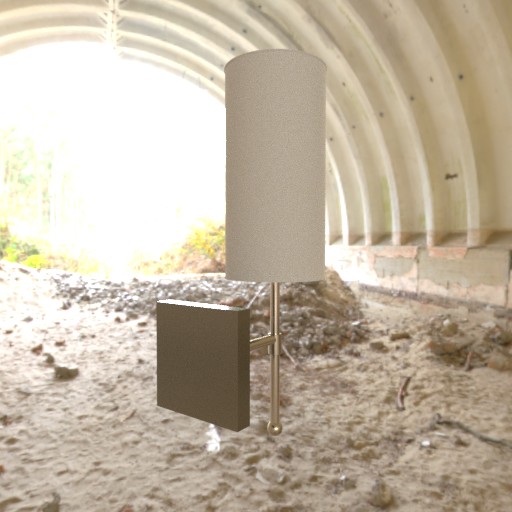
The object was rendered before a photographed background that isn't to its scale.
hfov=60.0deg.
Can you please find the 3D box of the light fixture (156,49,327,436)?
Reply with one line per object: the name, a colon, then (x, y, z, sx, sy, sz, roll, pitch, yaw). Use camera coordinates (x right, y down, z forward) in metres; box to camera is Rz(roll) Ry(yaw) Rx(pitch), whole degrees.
light fixture: (0.000, 0.000, 0.530, 0.128, 0.462, 0.208, 1, 2, 37)
